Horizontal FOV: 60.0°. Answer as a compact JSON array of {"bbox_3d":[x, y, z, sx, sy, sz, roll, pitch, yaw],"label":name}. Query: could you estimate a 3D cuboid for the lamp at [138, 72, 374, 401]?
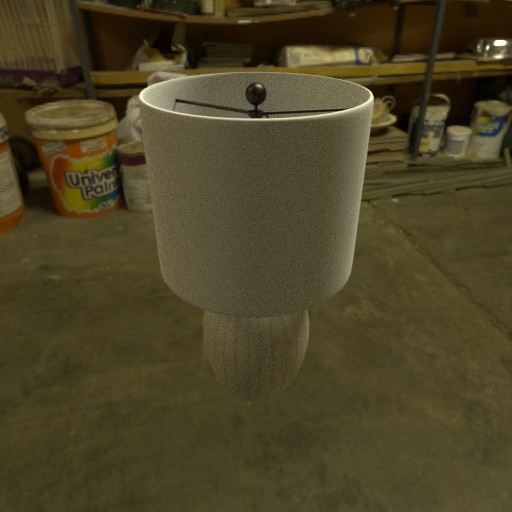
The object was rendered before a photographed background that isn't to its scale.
[{"bbox_3d":[0.000,0.000,0.772,0.329,0.570,0.329,19,36,29],"label":"lamp"}]
